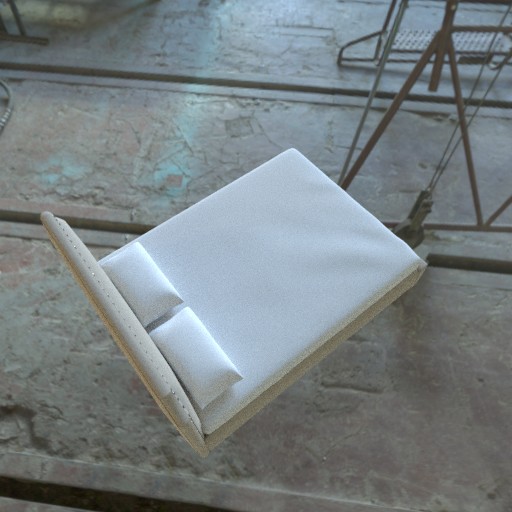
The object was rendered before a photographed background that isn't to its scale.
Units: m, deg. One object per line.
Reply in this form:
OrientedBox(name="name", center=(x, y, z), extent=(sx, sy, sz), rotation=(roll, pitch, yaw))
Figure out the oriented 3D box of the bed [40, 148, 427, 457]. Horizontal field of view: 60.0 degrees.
OrientedBox(name="bed", center=(0.000, 0.000, 3.454), extent=(2.372, 1.443, 1.713), rotation=(-34, 64, -19))
